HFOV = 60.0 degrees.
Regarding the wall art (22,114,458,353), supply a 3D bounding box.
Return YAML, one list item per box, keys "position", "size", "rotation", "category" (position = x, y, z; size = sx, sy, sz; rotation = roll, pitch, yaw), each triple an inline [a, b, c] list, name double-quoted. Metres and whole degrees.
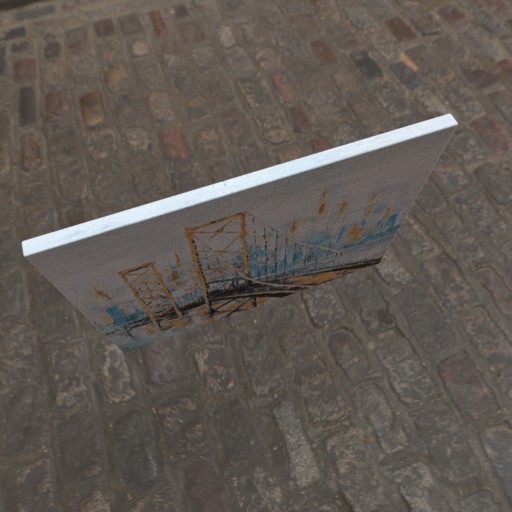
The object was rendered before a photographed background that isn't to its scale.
- position: [0.000, 0.000, 1.321]
  size: [1.016, 0.762, 0.038]
  rotation: [-18, 65, -9]
  category: "wall art"
